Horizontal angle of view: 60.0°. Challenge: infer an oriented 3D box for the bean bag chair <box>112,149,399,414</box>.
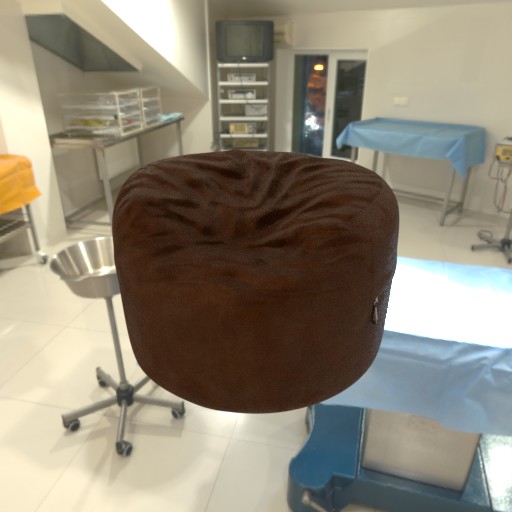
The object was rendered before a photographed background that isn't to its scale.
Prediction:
[{"bbox_3d":[0.000,0.000,1.519,0.918,0.616,0.918,0,25,0],"label":"bean bag chair"}]
